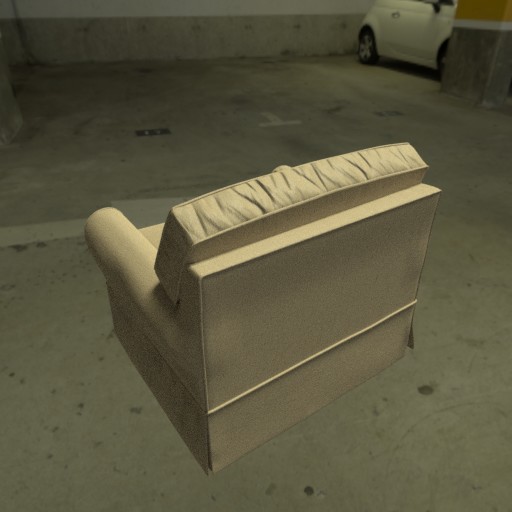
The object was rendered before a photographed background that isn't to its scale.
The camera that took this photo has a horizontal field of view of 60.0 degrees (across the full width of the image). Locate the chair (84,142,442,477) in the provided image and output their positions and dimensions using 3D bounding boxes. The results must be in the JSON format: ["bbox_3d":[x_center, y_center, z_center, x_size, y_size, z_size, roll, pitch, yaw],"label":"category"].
[{"bbox_3d":[0.000,0.000,1.777,1.096,0.937,0.903,-20,36,-30],"label":"chair"}]
